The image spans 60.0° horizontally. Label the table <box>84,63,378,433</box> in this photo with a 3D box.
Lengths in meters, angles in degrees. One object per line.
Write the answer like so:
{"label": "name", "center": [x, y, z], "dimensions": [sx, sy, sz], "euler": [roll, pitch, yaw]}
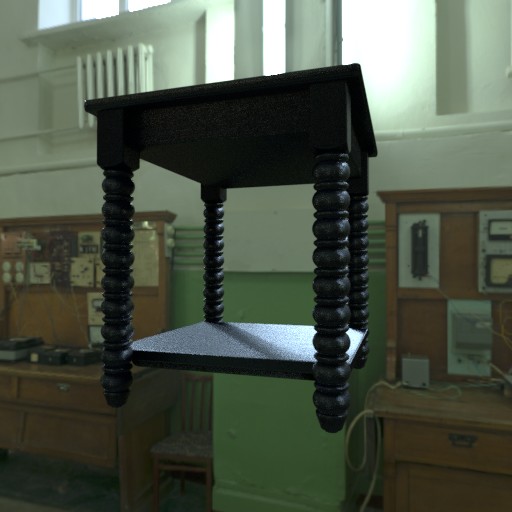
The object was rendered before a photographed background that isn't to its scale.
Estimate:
{"label": "table", "center": [0.000, 0.000, 0.984], "dimensions": [0.500, 0.567, 0.533], "euler": [0, -1, 18]}
